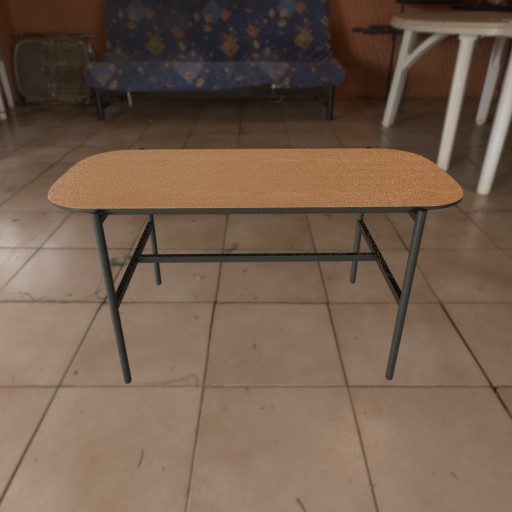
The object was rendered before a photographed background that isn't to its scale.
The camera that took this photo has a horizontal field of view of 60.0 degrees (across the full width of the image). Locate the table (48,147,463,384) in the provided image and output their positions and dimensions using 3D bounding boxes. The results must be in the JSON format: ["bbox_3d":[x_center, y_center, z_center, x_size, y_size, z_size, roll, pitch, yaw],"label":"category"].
[{"bbox_3d":[0.000,0.000,1.028,0.800,0.400,0.400,0,29,-1],"label":"table"}]
